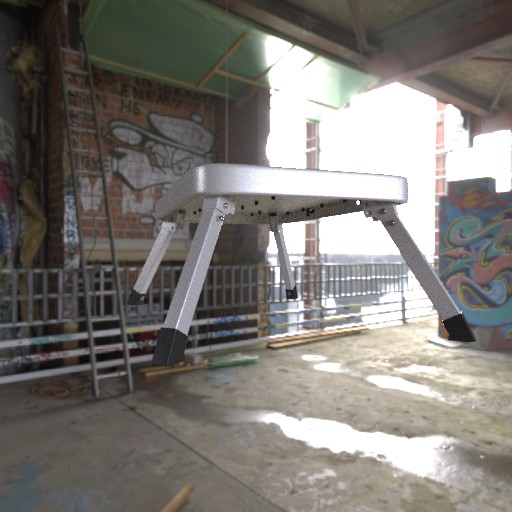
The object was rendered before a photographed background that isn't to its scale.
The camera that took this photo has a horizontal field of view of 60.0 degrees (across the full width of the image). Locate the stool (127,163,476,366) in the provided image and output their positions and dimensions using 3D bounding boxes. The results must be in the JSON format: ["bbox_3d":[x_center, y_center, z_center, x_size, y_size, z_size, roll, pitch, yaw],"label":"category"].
[{"bbox_3d":[0.000,0.000,0.604,0.320,0.170,0.460,0,0,-19],"label":"stool"}]
